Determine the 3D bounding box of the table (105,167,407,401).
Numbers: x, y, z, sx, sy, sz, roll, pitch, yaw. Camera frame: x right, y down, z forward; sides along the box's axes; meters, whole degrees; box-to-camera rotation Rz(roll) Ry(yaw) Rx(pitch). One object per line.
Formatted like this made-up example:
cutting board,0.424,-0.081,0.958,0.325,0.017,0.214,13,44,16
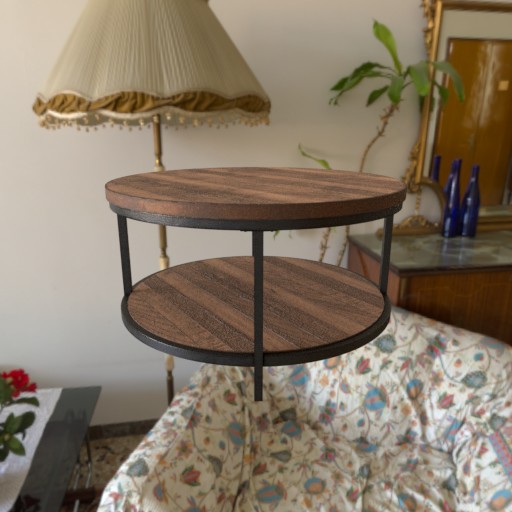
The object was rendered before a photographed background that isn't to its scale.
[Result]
table,0.000,0.000,1.356,0.837,0.462,0.837,0,16,0
